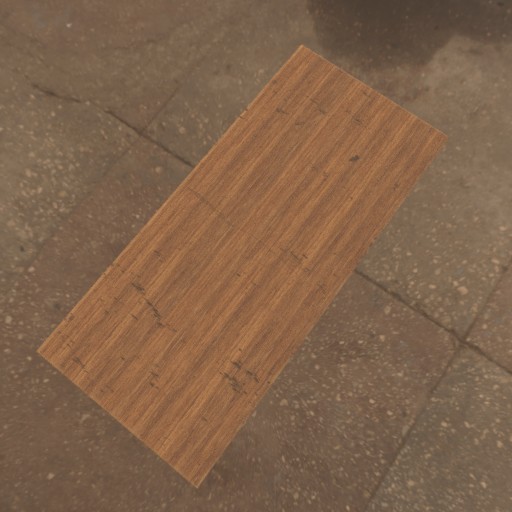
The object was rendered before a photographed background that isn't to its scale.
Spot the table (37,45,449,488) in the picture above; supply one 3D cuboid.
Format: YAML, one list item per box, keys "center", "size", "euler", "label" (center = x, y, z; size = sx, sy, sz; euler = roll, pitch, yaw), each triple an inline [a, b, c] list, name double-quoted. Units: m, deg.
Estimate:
- center: [0.000, 0.000, 2.649]
  size: [1.000, 0.757, 2.200]
  euler: [36, 78, 9]
  label: "table"
